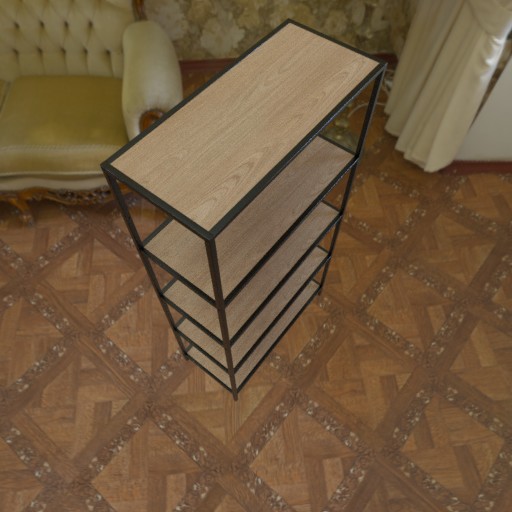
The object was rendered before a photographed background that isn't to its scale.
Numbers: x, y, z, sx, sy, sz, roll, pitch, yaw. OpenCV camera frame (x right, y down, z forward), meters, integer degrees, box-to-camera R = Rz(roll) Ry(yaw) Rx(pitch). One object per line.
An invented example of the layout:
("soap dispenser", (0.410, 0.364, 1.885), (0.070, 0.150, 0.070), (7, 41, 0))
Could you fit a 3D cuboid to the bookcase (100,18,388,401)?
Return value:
("bookcase", (0.000, 0.000, 1.805), (0.350, 1.500, 0.770), (34, 65, 19))
